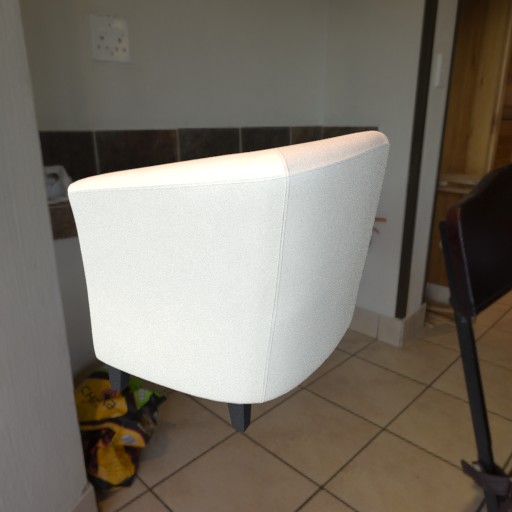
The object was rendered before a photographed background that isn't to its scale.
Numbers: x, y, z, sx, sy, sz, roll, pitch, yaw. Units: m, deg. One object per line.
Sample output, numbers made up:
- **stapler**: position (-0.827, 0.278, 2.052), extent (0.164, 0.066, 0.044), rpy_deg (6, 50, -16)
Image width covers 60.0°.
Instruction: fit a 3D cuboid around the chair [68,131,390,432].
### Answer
- **chair**: position (0.000, 0.000, 1.382), extent (0.727, 0.756, 0.792), rpy_deg (8, 19, 25)
